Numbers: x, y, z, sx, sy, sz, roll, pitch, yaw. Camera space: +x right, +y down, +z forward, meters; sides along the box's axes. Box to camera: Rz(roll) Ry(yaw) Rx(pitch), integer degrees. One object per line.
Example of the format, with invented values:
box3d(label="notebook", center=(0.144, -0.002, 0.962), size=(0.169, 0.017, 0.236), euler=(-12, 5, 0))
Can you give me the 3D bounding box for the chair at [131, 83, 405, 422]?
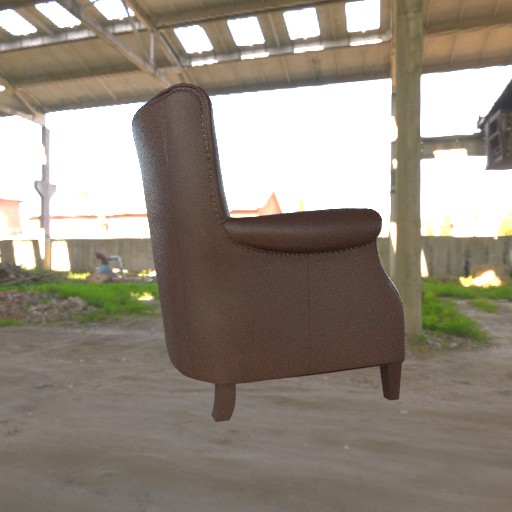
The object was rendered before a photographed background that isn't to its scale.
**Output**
box3d(label="chair", center=(0.000, 0.000, 1.372), size=(0.746, 0.800, 0.700), euler=(0, 0, -17))
